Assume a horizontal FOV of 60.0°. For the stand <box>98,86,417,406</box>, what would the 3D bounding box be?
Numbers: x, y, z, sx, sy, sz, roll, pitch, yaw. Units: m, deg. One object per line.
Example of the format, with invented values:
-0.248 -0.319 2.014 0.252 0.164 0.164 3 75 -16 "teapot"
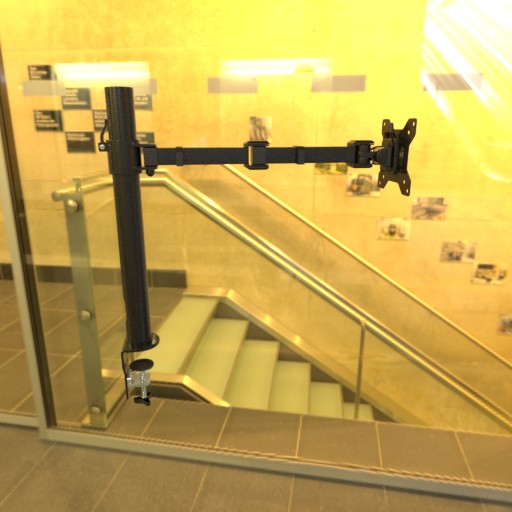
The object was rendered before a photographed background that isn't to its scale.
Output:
0.000 0.000 0.722 0.456 0.510 0.115 -3 17 -9 "stand"
